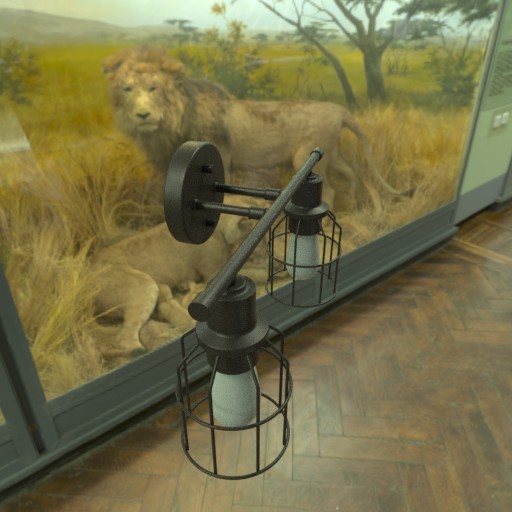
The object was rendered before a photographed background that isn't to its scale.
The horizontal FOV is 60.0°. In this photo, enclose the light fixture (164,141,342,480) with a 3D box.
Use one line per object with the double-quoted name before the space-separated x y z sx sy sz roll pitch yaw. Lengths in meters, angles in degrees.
"light fixture" 0.000 0.000 0.522 0.165 0.254 0.406 10 31 16
